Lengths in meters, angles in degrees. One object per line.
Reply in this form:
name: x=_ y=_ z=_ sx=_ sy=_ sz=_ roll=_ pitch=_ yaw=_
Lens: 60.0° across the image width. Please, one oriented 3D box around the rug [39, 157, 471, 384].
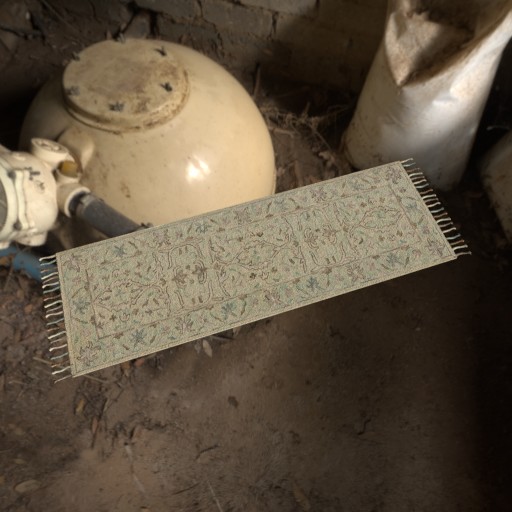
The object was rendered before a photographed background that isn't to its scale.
rug: x=0.000 y=0.000 z=2.617 sx=2.440 sy=0.013 sz=0.769 roll=-16 pitch=64 yaw=-8
